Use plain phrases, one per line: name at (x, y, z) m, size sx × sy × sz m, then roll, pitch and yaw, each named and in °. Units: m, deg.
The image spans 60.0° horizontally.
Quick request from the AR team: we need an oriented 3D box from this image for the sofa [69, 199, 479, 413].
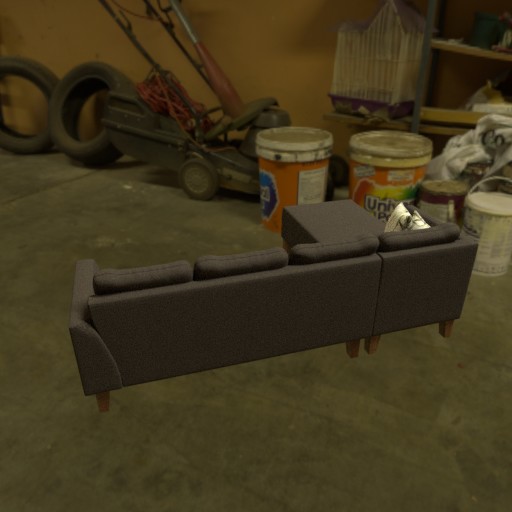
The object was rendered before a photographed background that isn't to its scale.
sofa at (0.000, 0.000, 3.599) m, size 2.679 × 0.932 × 1.829 m, roll -8°, pitch 28°, yaw -15°
